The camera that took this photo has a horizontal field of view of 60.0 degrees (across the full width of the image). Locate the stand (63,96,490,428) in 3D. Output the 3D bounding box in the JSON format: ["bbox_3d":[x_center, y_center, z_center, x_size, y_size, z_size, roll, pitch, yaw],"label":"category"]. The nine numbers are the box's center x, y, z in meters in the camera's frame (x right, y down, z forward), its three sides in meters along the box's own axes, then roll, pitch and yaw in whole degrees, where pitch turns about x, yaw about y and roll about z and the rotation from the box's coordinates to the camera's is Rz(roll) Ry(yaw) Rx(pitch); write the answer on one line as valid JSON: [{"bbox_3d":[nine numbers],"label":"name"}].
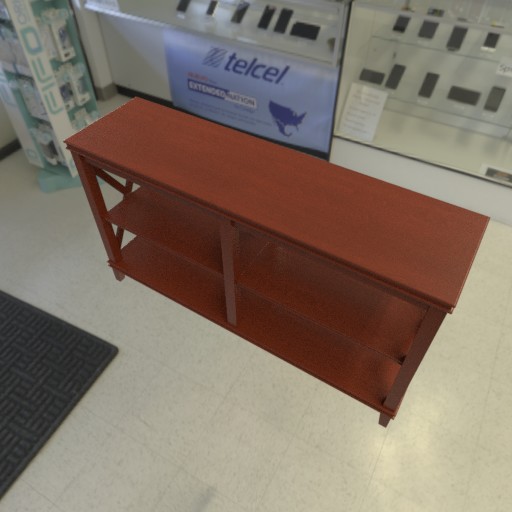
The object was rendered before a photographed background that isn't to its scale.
[{"bbox_3d":[0.000,0.000,1.703,1.372,0.762,0.381,24,52,21],"label":"stand"}]
